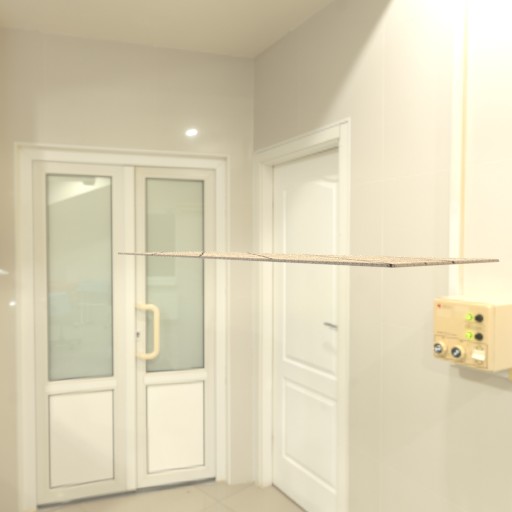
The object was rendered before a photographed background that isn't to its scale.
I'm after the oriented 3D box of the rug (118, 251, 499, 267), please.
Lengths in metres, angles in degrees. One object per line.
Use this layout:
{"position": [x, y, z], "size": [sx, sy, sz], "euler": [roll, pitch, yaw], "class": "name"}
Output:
{"position": [0.000, 0.000, 2.634], "size": [0.762, 0.012, 2.438], "euler": [-1, 2, -38], "class": "rug"}
